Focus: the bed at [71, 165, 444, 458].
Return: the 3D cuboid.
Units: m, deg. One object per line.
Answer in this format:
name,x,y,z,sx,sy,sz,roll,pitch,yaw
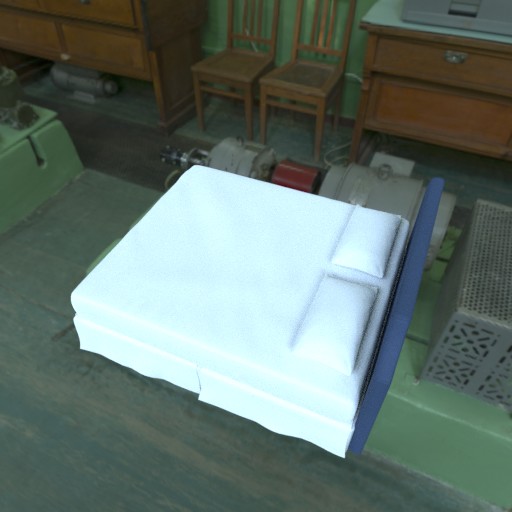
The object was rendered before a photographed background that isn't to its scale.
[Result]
bed,0.000,0.000,4.129,2.773,1.488,2.350,17,48,17
